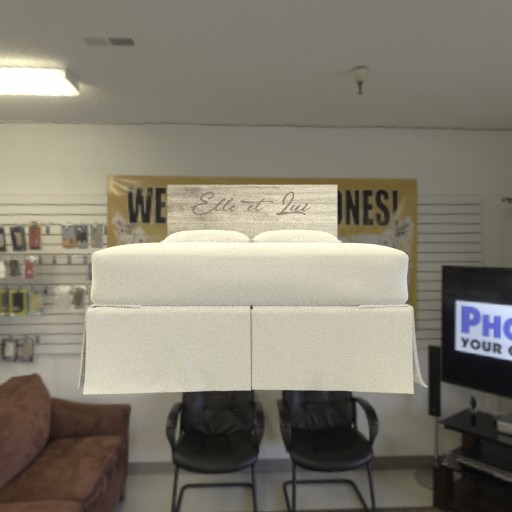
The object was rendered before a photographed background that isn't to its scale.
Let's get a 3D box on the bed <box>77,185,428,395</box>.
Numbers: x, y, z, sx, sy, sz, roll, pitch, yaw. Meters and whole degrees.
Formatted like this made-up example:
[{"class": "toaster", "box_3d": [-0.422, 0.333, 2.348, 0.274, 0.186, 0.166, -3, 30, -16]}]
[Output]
[{"class": "bed", "box_3d": [0.000, 0.000, 3.150, 1.745, 1.335, 2.094, 0, 0, 0]}]
